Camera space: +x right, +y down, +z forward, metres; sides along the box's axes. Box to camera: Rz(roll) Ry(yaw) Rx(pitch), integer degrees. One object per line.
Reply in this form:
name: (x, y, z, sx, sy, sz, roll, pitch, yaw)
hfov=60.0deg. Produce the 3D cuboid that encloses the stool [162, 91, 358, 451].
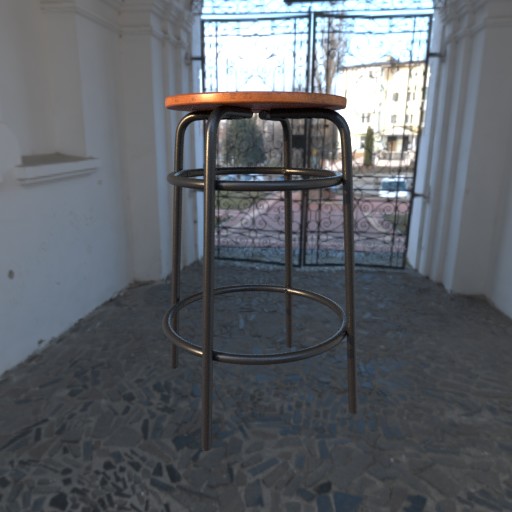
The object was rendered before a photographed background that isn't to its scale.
stool: (0.000, 0.000, 0.913, 0.455, 0.610, 0.455, 7, 17, 23)
